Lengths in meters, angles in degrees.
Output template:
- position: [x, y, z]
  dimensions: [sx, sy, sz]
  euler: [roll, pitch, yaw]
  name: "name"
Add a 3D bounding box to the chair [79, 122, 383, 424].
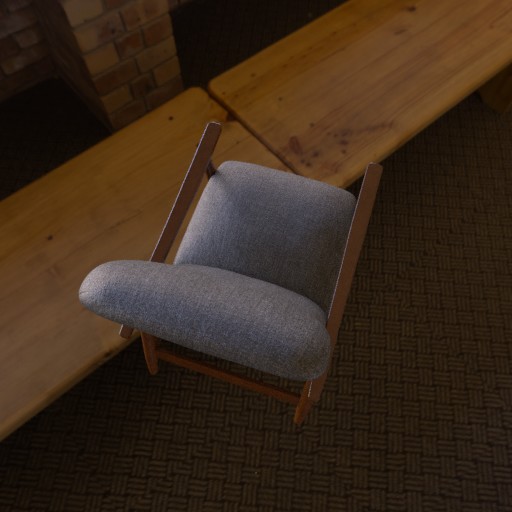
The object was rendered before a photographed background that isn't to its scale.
- position: [0.000, 0.000, 1.728]
  dimensions: [0.762, 1.082, 1.030]
  euler: [16, 65, 8]
  name: "chair"
